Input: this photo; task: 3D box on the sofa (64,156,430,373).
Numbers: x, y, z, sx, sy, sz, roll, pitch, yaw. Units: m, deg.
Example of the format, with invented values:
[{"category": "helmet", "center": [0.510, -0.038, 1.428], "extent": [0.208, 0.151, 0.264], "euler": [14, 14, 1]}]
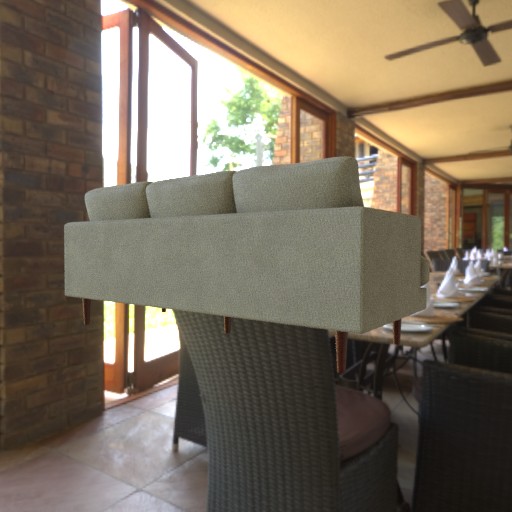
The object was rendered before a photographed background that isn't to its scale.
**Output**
[{"category": "sofa", "center": [0.000, 0.000, 3.021], "extent": [2.233, 0.956, 1.504], "euler": [1, 2, 37]}]
